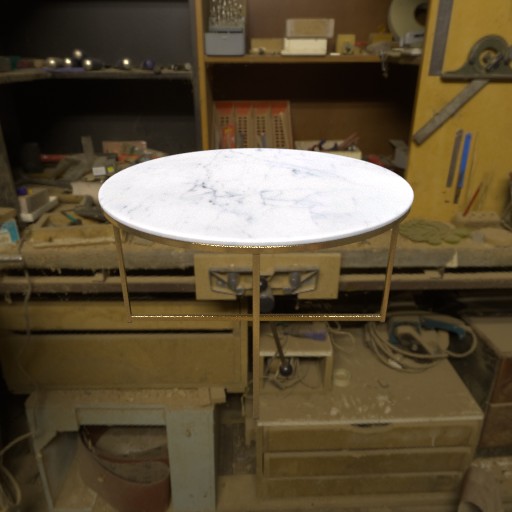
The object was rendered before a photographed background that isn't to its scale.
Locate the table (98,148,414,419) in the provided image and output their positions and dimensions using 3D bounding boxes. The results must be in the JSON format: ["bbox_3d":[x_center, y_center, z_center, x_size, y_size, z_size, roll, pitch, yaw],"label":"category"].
[{"bbox_3d":[0.000,0.000,1.275,0.800,0.450,0.800,0,26,0],"label":"table"}]
